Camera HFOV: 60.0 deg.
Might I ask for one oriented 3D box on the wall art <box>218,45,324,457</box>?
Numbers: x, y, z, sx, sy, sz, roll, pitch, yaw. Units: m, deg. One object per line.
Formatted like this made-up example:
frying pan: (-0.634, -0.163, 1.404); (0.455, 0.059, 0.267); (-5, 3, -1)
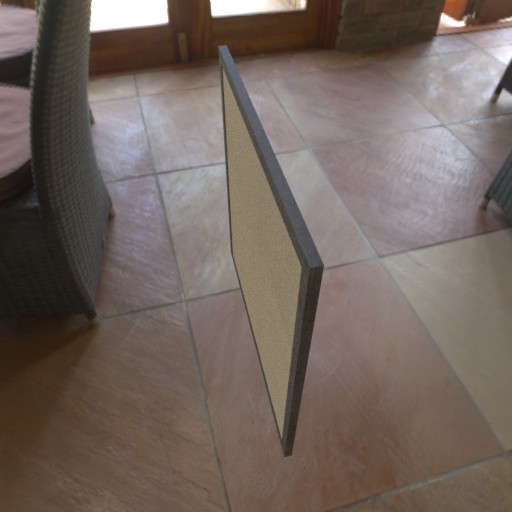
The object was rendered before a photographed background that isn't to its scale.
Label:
wall art: (0.000, 0.000, 0.688); (0.013, 0.457, 0.457); (-10, 48, -9)
